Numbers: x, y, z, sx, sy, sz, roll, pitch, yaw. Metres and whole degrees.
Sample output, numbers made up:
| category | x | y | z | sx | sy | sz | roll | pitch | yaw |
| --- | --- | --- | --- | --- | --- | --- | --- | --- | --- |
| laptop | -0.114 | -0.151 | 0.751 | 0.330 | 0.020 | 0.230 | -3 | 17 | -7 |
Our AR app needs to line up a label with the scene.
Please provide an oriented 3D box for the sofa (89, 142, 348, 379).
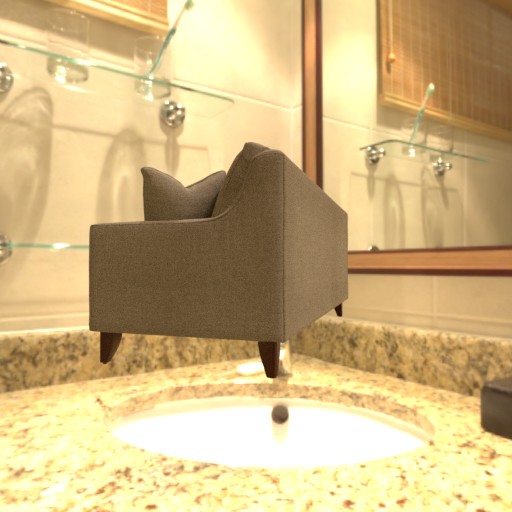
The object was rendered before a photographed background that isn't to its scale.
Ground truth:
| category | x | y | z | sx | sy | sz | roll | pitch | yaw |
| --- | --- | --- | --- | --- | --- | --- | --- | --- | --- |
| sofa | 0.000 | 0.000 | 2.635 | 0.865 | 0.914 | 2.031 | 0 | -1 | 18 |
